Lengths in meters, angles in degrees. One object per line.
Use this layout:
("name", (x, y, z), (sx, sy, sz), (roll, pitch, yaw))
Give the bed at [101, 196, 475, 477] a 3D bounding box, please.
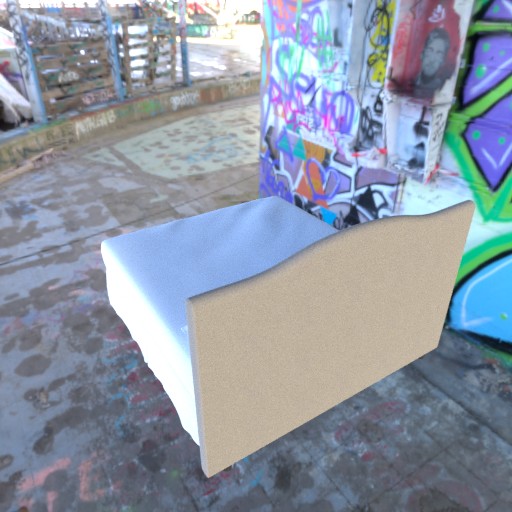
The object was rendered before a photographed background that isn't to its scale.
("bed", (0.000, 0.000, 3.533), (2.083, 1.421, 2.182), (-18, 35, -28))
